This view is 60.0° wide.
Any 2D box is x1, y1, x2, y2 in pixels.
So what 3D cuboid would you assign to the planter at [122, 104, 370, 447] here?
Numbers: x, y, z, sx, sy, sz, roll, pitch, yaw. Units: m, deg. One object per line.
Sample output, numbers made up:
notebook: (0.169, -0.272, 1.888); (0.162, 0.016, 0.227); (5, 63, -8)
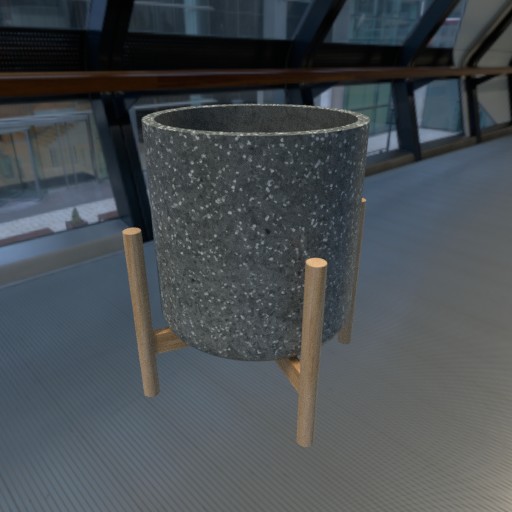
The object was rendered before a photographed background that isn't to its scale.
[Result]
planter: (0.000, 0.000, 0.690); (0.360, 0.419, 0.360); (0, 25, 0)
